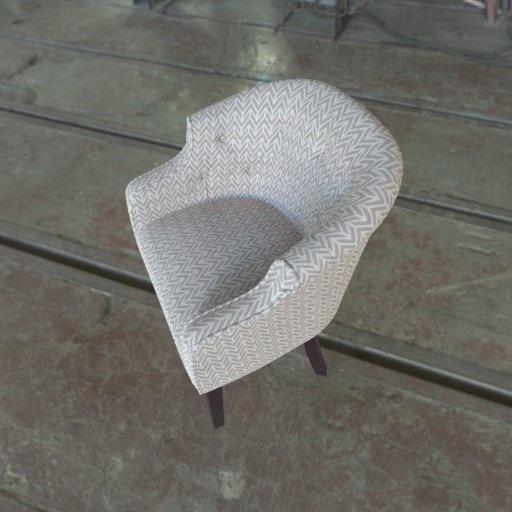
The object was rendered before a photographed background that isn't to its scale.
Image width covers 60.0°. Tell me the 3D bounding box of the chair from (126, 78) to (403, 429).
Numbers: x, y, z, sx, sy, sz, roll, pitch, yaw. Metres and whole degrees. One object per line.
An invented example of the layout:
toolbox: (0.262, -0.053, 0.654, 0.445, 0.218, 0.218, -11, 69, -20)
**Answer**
chair: (0.000, 0.000, 1.313, 0.613, 0.858, 0.686, -19, 50, -16)
